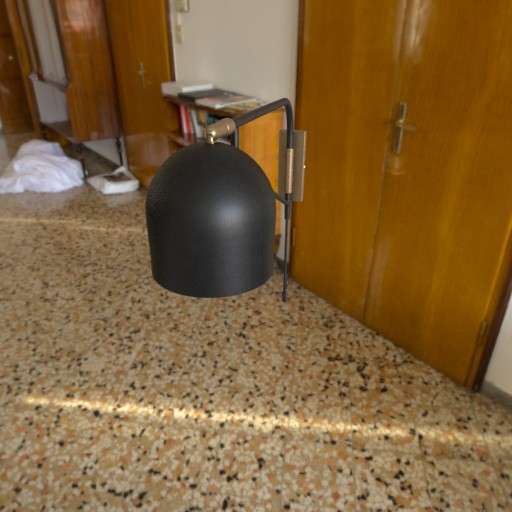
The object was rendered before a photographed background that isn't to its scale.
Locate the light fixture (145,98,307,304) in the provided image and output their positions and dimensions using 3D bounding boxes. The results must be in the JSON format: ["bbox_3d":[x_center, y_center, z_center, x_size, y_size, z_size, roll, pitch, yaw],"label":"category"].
[{"bbox_3d":[0.000,0.000,1.046,0.215,0.696,0.720,8,29,15],"label":"light fixture"}]
